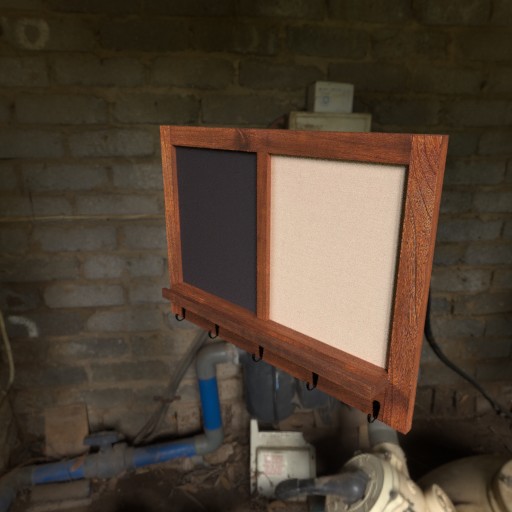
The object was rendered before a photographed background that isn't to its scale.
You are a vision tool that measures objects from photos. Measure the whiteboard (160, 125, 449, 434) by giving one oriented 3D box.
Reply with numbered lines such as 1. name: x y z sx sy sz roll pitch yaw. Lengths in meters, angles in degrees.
1. whiteboard: 0.000 0.000 1.007 0.083 0.553 0.768 -17 24 -42
